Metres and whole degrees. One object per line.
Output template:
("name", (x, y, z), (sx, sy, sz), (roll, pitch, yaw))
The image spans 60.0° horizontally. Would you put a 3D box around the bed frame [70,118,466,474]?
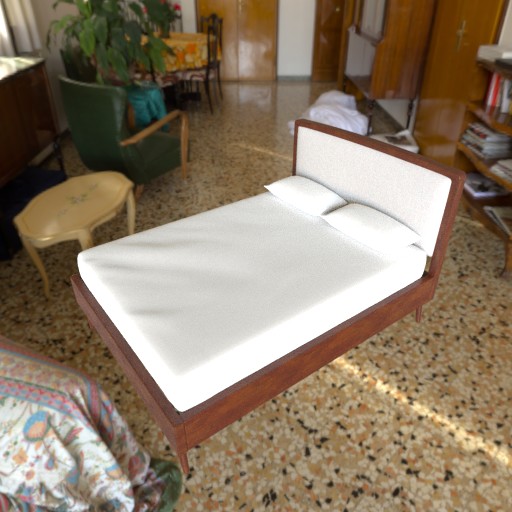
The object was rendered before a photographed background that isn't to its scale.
("bed frame", (0.000, 0.000, 3.128), (2.171, 1.279, 1.587), (-22, 39, -30))
